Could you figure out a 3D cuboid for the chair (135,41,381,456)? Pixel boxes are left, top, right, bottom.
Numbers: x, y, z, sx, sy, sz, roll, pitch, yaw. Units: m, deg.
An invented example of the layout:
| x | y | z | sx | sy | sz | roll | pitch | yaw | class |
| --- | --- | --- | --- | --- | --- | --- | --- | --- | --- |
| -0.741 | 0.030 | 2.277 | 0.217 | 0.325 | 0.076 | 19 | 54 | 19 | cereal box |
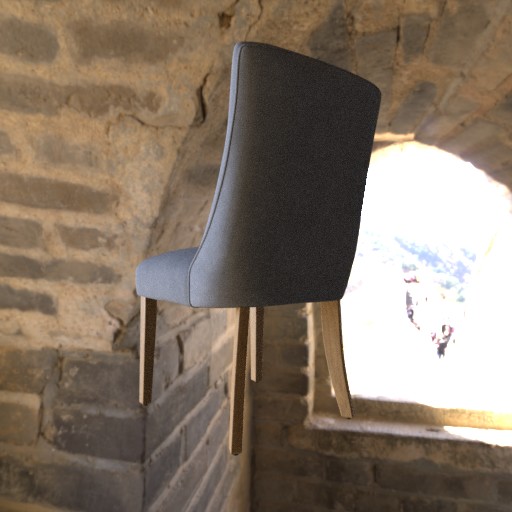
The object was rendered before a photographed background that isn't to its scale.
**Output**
| x | y | z | sx | sy | sz | roll | pitch | yaw | class |
| --- | --- | --- | --- | --- | --- | --- | --- | --- | --- |
| 0.000 | 0.000 | 1.257 | 0.495 | 0.902 | 0.610 | 1 | -1 | -37 | chair |
